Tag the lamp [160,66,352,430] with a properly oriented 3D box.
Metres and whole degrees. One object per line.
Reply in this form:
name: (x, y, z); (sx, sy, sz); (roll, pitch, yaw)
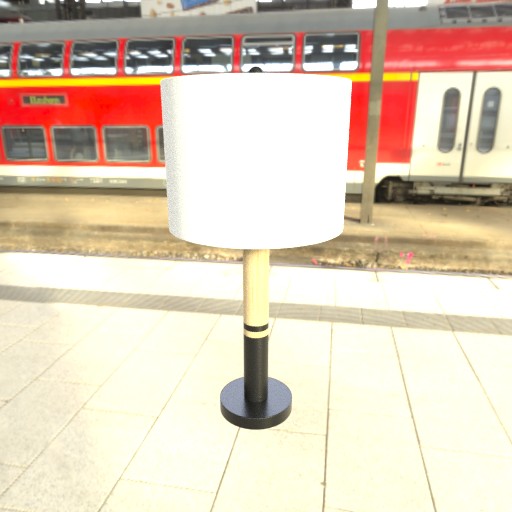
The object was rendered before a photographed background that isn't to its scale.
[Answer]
lamp: (0.000, 0.000, 0.807); (0.305, 0.640, 0.305); (2, 17, 8)
